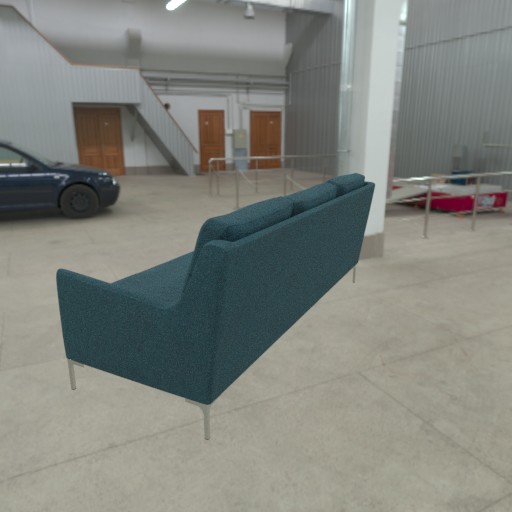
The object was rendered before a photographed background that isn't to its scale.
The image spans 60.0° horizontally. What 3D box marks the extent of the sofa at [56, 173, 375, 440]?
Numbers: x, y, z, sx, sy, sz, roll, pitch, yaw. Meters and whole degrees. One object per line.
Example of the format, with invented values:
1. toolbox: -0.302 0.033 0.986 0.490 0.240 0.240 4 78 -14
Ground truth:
1. sofa: 0.000 0.000 2.547 0.849 0.837 2.060 8 18 26
